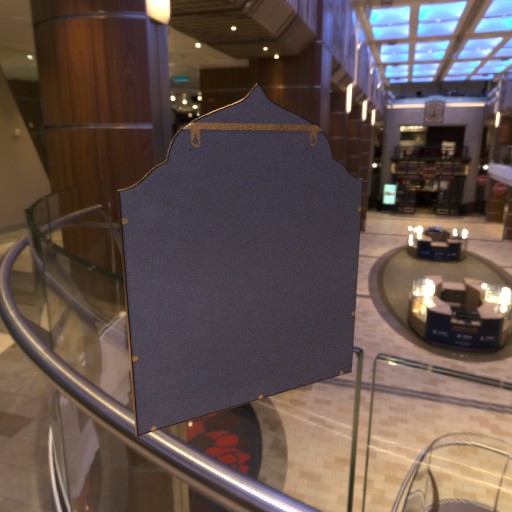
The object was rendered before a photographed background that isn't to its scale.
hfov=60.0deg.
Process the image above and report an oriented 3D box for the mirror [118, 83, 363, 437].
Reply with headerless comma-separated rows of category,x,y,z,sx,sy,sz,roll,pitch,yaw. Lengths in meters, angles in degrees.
mirror,0.000,0.000,0.872,0.513,0.635,0.018,-8,16,-27
